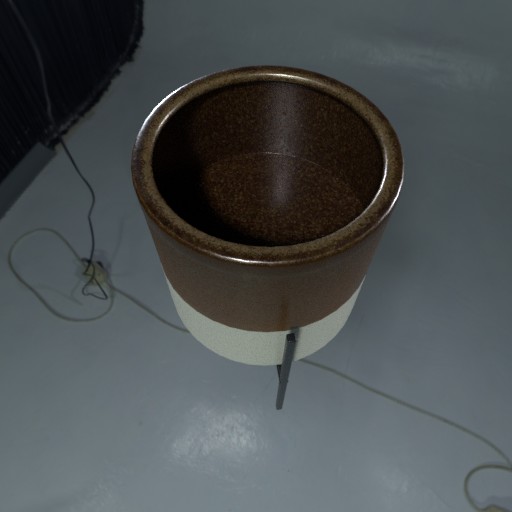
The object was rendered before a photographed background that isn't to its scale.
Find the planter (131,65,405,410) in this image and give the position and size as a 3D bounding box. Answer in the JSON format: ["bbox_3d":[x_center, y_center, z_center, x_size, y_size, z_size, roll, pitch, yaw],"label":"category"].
[{"bbox_3d":[0.000,0.000,0.559,0.269,0.375,0.255,16,60,10],"label":"planter"}]
